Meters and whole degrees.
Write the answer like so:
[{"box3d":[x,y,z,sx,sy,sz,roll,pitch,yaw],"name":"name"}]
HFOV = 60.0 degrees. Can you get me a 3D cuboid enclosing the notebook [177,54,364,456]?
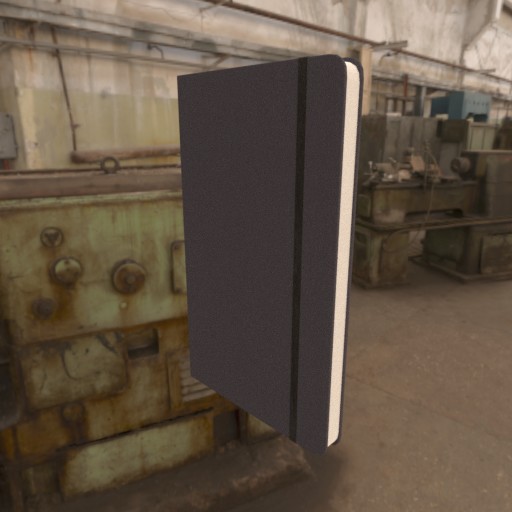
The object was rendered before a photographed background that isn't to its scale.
[{"box3d":[0.000,0.000,0.269,0.016,0.213,0.127,-15,22,-42],"name":"notebook"}]
